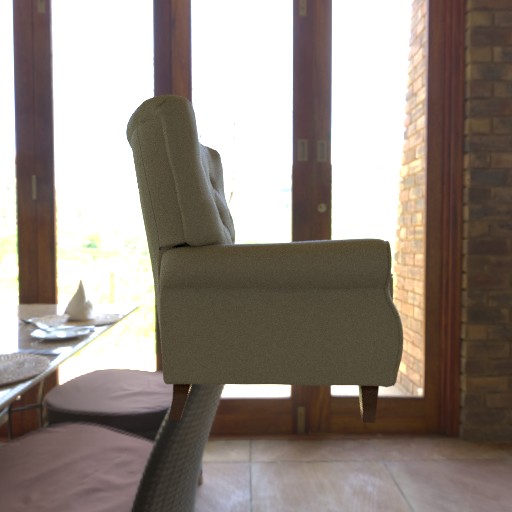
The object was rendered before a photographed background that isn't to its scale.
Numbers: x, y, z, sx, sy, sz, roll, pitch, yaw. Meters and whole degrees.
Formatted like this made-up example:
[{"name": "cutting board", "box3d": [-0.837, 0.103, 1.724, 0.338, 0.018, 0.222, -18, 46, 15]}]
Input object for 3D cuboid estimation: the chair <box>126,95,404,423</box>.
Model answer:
[{"name": "chair", "box3d": [0.000, 0.000, 1.905, 1.059, 1.158, 0.943, 0, 2, 2]}]
